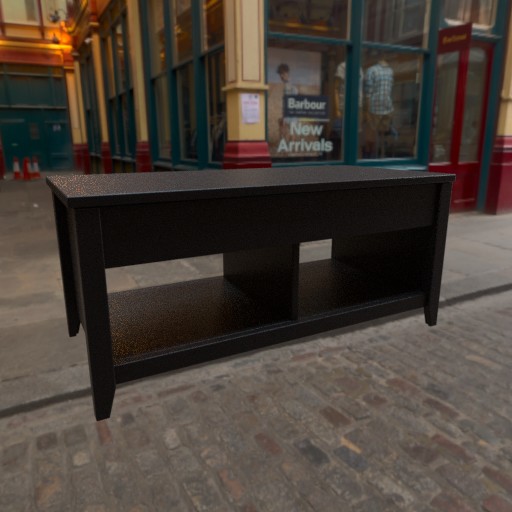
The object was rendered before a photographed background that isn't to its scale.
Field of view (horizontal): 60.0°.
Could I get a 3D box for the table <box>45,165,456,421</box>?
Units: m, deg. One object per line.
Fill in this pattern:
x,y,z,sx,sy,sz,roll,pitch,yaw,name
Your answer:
0.000,0.000,1.271,1.016,0.457,0.483,-8,17,-28,table
